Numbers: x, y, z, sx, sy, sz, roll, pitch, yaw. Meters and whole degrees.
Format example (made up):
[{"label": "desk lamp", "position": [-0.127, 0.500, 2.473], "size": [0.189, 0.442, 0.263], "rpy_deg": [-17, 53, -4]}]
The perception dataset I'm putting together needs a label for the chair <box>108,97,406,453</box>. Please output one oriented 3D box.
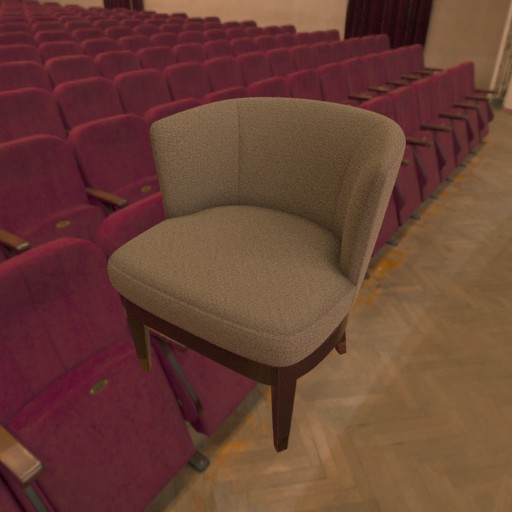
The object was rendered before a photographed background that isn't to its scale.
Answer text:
[{"label": "chair", "position": [0.000, 0.000, 1.270], "size": [0.700, 0.760, 0.660], "rpy_deg": [19, 35, 30]}]
